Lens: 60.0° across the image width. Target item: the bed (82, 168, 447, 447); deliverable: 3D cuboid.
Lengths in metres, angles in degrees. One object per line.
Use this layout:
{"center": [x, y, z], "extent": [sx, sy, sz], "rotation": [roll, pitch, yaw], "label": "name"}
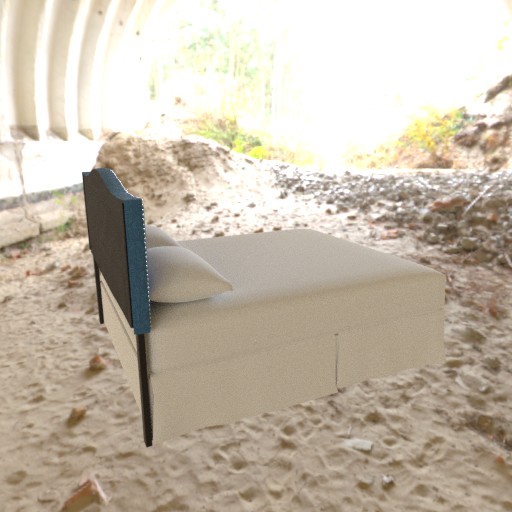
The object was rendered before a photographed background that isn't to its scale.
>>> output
{"center": [0.000, 0.000, 2.866], "extent": [1.872, 1.169, 1.610], "rotation": [-7, 17, -25], "label": "bed"}
